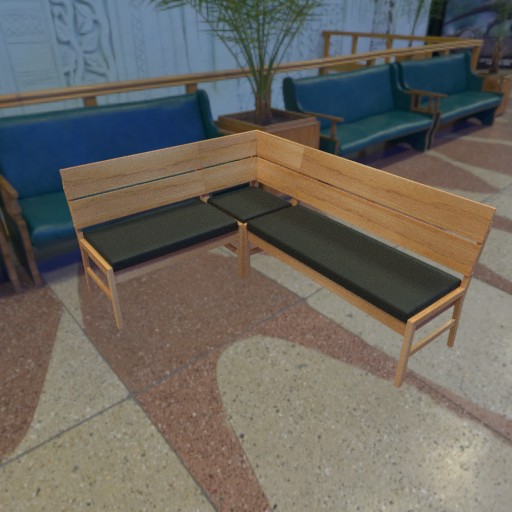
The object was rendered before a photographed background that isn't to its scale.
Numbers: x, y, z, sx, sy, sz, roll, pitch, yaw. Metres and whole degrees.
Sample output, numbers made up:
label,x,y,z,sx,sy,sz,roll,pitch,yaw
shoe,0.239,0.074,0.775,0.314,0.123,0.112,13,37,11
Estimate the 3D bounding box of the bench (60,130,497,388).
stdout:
label,x,y,z,sx,sy,sz,roll,pitch,yaw
bench,0.000,0.000,2.693,1.548,0.890,1.948,-22,36,-32
